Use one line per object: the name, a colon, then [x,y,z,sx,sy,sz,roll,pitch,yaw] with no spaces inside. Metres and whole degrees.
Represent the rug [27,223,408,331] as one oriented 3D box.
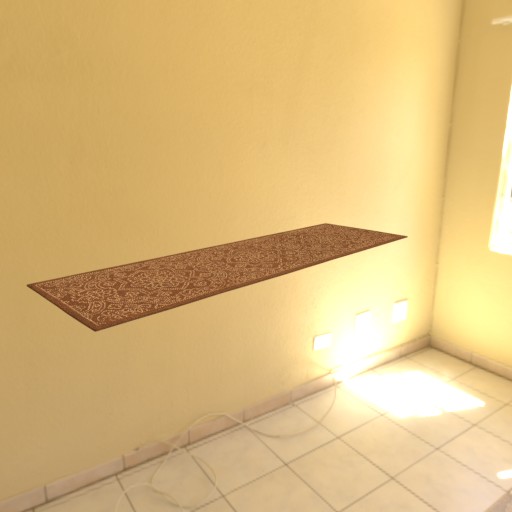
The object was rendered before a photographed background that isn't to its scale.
rug: [0.000,0.000,2.762,2.448,0.012,0.769,-14,20,-43]
